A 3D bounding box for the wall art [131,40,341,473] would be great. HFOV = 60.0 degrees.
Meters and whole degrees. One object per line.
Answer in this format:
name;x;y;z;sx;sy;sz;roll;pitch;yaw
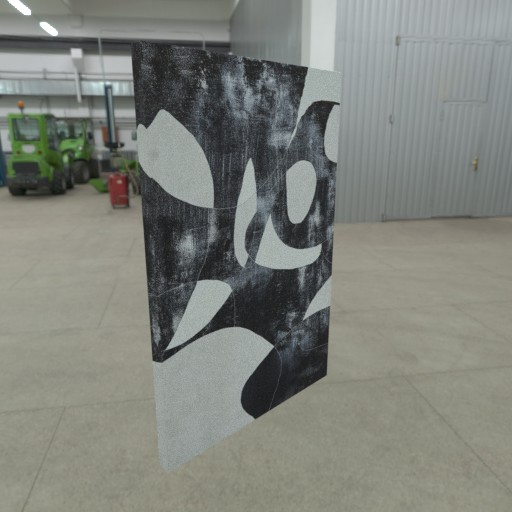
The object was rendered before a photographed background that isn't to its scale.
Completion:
wall art;0.000;0.000;1.122;0.610;0.915;0.041;-15;21;-43
